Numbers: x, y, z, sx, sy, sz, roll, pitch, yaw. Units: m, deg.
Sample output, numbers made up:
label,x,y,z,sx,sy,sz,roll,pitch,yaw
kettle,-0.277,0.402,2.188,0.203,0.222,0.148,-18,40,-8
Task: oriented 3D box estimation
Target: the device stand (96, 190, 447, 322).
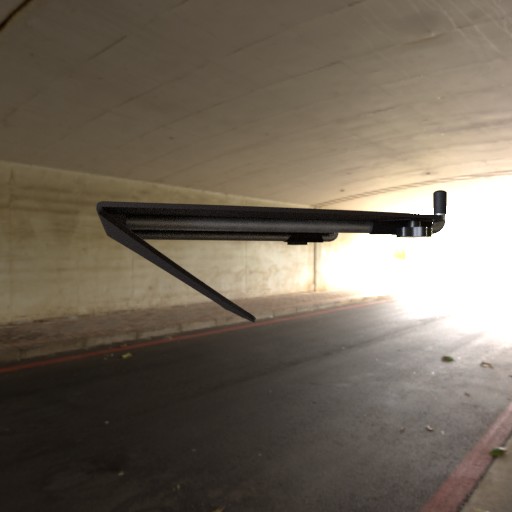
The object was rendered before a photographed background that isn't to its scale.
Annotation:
label,x,y,z,sx,sy,sz,roll,pitch,yaw
device stand,0.000,0.000,0.352,0.230,0.092,0.230,0,0,-18
